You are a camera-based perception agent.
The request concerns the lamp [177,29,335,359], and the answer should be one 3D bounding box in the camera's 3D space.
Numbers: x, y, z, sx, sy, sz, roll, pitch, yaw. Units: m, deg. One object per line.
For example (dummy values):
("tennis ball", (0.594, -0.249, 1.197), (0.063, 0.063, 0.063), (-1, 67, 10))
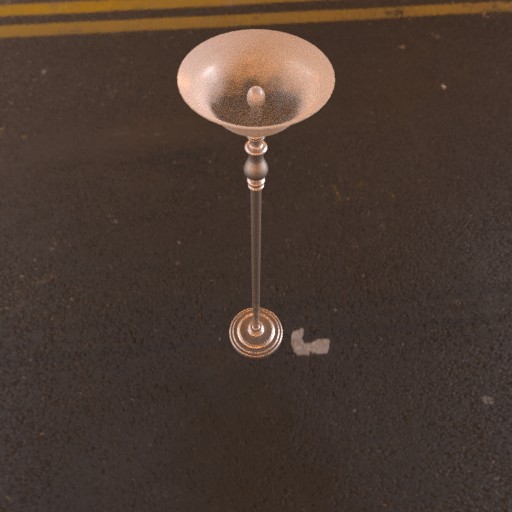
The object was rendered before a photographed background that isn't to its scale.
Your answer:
("lamp", (0.000, 0.000, 1.894), (0.405, 1.771, 0.405), (29, 63, 17))
